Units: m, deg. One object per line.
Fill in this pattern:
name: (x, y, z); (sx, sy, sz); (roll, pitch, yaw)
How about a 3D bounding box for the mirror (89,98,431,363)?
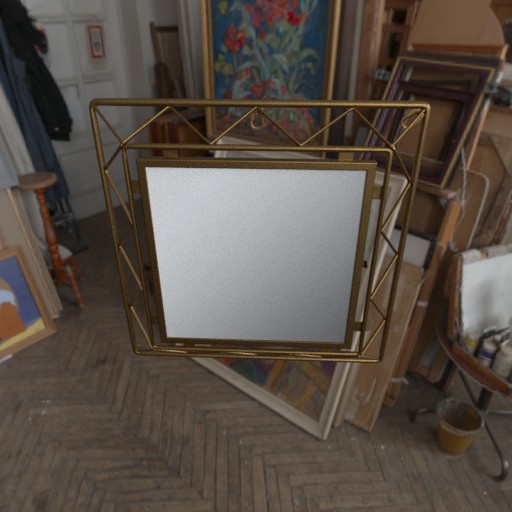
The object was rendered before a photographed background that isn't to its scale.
mirror: (0.000, 0.000, 0.621); (0.416, 0.414, 0.046); (1, 30, 2)
